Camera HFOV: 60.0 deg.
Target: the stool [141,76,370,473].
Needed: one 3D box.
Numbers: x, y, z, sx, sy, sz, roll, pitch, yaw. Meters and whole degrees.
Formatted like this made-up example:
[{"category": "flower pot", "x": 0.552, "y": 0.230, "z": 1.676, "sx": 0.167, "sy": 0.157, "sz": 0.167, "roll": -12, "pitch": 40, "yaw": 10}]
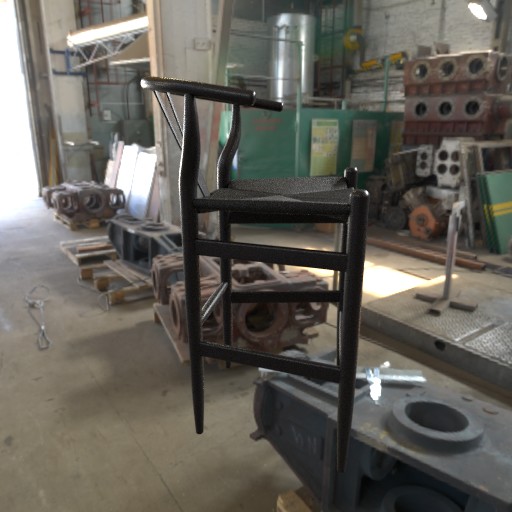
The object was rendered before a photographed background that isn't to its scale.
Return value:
[{"category": "stool", "x": 0.000, "y": 0.000, "z": 1.297, "sx": 0.579, "sy": 0.970, "sz": 0.569, "roll": 3, "pitch": 17, "yaw": 9}]
